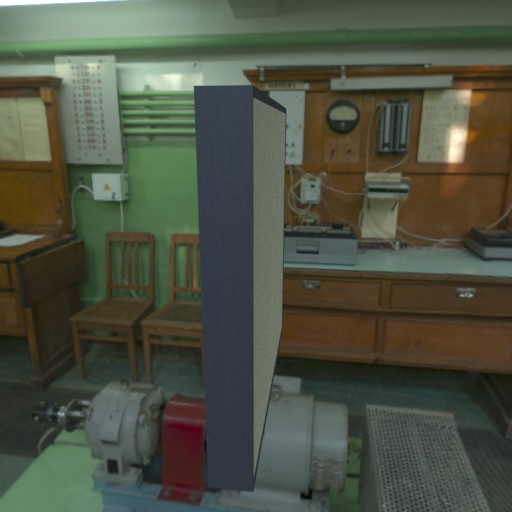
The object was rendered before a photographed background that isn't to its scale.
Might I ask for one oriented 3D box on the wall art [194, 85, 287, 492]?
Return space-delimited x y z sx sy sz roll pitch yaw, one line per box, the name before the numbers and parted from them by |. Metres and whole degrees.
wall art | 0.000 0.000 0.454 0.036 0.300 0.302 2 16 7
